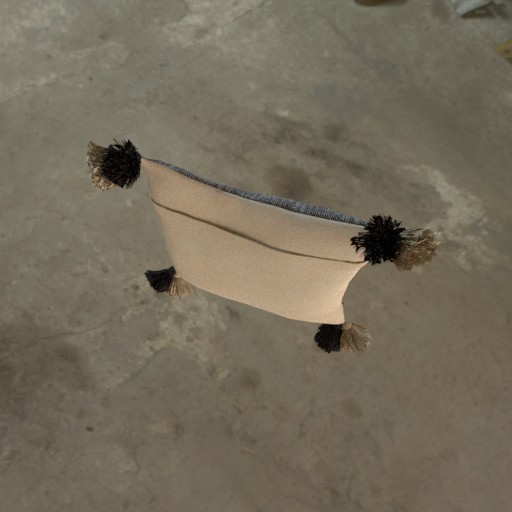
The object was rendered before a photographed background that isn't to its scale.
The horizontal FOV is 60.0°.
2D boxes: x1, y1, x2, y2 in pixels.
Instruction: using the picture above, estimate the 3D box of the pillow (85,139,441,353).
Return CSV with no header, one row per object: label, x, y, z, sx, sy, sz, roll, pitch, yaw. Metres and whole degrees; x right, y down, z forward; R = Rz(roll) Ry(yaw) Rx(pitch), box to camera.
pillow,0.000,0.000,0.994,0.654,0.659,0.170,18,65,9
